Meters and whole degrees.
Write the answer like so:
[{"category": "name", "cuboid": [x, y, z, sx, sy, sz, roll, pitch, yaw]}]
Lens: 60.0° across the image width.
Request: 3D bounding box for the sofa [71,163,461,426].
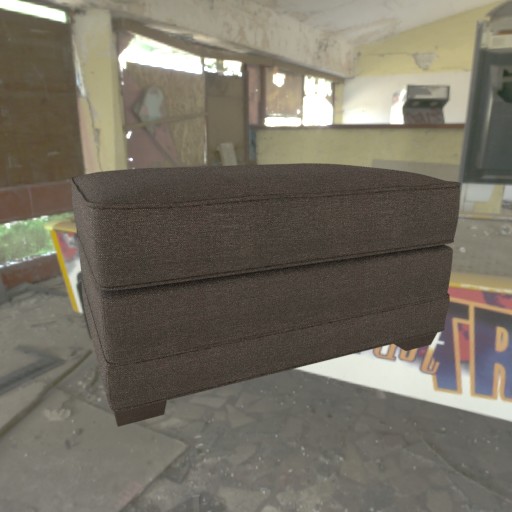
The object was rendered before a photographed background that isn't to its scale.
[{"category": "sofa", "cuboid": [0.000, 0.000, 1.175, 0.854, 0.457, 0.578, -7, 17, -24]}]
